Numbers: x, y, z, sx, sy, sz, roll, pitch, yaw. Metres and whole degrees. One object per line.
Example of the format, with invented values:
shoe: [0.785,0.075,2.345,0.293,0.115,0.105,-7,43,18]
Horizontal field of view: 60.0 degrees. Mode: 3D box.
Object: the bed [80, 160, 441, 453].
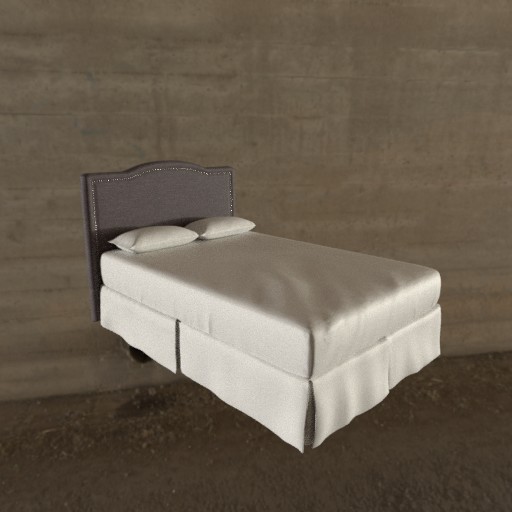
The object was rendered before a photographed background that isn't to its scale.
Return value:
bed: [0.000,0.000,3.582,1.741,1.441,2.507,-14,20,-43]
